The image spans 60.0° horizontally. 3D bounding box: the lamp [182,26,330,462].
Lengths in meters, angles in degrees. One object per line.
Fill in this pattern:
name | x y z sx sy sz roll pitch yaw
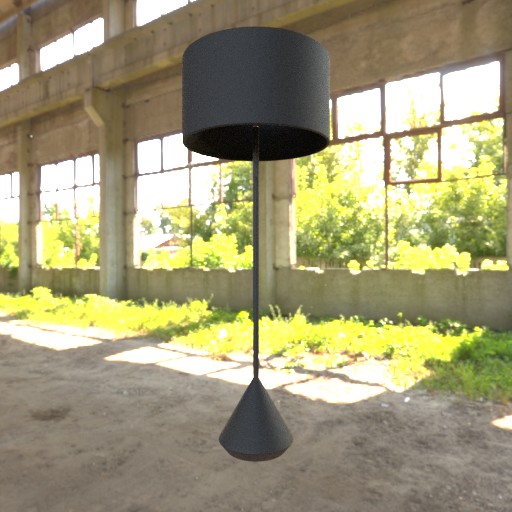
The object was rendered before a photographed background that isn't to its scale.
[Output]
lamp | 0.000 0.000 1.758 0.580 1.526 0.580 0 0 2
